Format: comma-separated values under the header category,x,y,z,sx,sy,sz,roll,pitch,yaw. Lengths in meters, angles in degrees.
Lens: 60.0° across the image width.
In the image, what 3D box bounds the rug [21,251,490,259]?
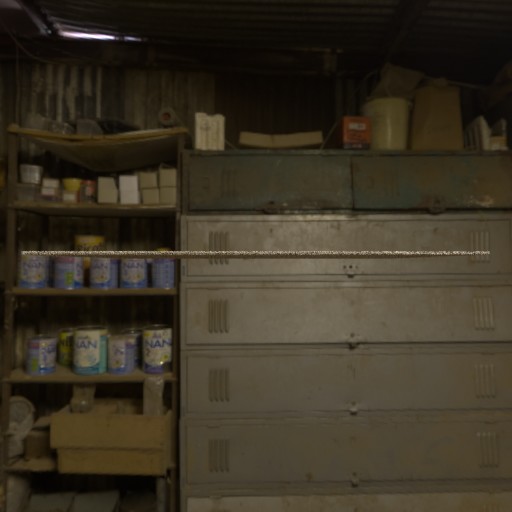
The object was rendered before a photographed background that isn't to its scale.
category,x,y,z,sx,sy,sz,roll,pitch,yaw
rug,0.000,0.000,2.922,2.297,0.018,1.532,0,-1,0
